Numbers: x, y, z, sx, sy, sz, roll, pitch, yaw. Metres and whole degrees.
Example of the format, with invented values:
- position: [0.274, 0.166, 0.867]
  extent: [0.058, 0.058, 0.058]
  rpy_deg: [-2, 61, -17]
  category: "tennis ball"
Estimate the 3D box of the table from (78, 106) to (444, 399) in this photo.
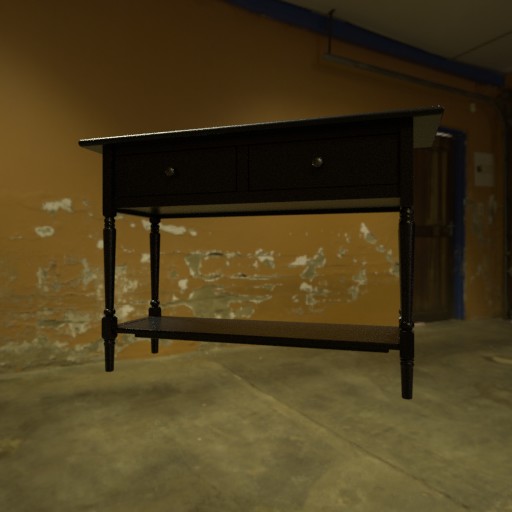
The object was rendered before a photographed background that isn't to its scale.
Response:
- position: [0.000, 0.000, 1.561]
  extent: [1.191, 0.819, 0.386]
  rpy_deg: [0, 0, 18]
  category: "table"
